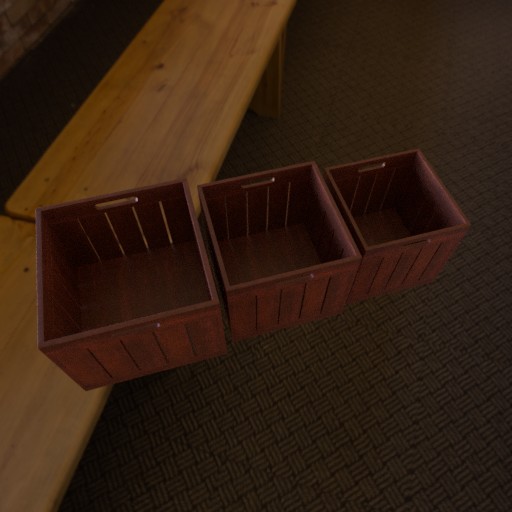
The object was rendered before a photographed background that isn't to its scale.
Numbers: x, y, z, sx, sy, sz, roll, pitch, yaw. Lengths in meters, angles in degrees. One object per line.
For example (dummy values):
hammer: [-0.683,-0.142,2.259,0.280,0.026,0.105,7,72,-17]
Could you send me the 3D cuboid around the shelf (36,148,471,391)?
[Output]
shelf: [0.000,0.000,1.244,1.064,0.311,0.393,-13,58,-8]
